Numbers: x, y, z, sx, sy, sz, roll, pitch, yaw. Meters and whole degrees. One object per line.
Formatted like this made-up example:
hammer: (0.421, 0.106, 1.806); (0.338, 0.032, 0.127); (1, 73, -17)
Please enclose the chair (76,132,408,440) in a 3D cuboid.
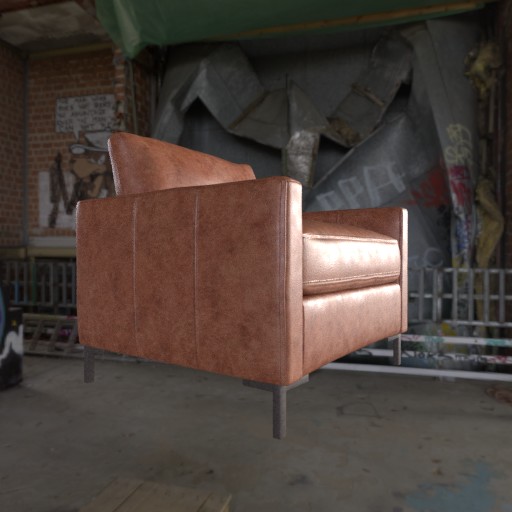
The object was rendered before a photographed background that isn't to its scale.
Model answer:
chair: (0.000, 0.000, 1.641); (0.862, 0.869, 0.967); (0, 0, 36)
